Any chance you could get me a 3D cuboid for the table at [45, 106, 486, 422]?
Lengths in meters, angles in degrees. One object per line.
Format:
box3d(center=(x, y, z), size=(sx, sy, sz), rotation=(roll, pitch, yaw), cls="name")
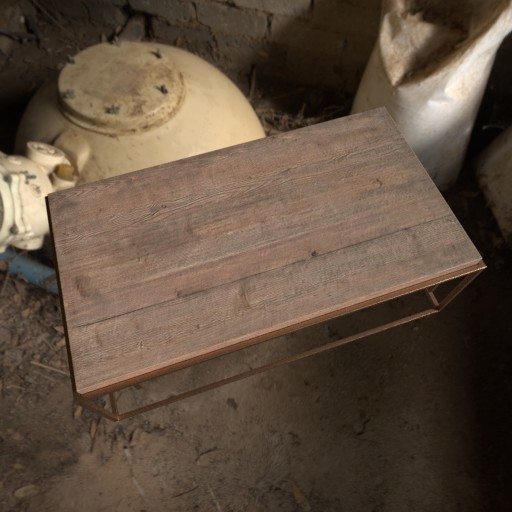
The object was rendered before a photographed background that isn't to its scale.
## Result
box3d(center=(0.000, 0.000, 1.743), size=(1.387, 0.468, 0.775), rotation=(-17, 64, -9), cls="table")
